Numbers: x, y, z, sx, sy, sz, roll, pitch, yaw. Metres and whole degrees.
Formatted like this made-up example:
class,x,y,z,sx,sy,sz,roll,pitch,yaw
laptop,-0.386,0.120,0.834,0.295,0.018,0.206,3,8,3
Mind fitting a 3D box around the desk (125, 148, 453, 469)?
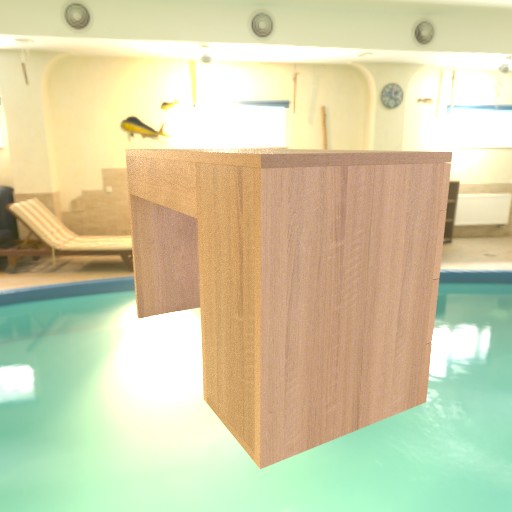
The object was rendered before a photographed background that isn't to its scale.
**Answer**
class,x,y,z,sx,sy,sz,roll,pitch,yaw
desk,0.000,0.000,1.571,0.600,0.731,1.100,-8,16,-29
